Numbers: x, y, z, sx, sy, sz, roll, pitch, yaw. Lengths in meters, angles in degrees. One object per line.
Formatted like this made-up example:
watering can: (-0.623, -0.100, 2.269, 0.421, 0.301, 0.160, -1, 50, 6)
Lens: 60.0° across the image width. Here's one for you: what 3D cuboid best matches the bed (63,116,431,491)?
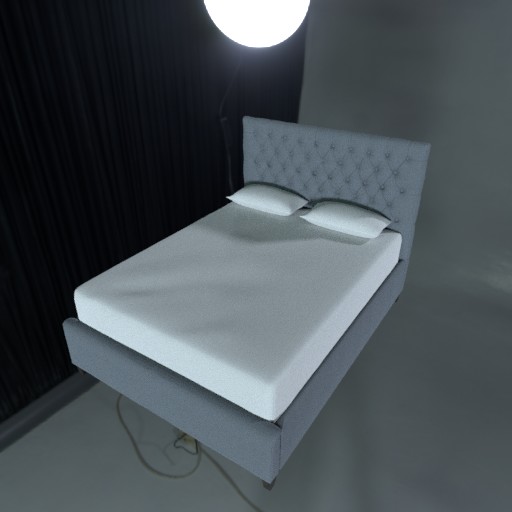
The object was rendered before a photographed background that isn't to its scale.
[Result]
bed: (0.000, 0.000, 3.247, 1.698, 1.427, 2.231, 18, 34, 29)
